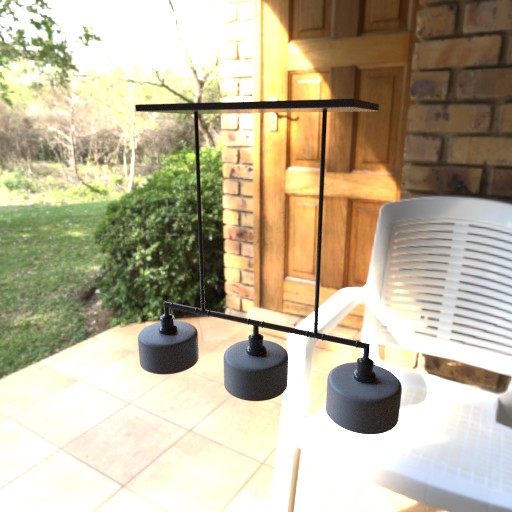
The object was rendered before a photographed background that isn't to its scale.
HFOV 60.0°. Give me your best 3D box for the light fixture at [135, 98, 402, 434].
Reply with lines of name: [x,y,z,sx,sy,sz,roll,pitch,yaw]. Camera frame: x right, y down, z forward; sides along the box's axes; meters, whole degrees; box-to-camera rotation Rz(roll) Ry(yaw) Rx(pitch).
light fixture: [0.000,0.000,0.859,0.582,0.557,0.177,8,18,25]
